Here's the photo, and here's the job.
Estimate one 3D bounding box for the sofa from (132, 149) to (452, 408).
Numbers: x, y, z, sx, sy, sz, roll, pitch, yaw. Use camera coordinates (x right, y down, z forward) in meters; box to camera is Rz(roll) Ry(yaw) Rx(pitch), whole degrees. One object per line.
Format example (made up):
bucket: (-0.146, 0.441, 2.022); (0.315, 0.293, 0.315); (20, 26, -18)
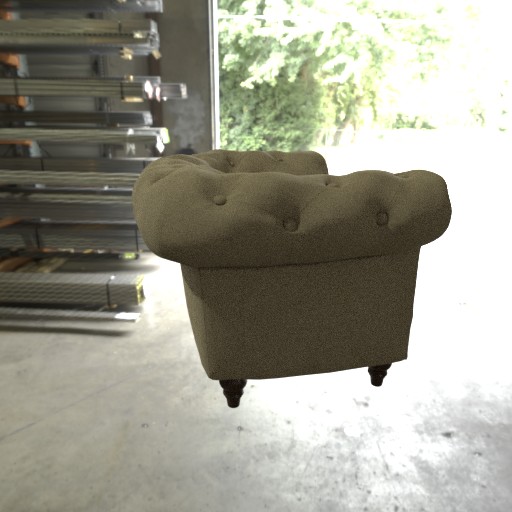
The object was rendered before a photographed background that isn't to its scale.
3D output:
sofa: (0.000, 0.000, 1.992); (1.034, 0.878, 1.405); (-3, 17, -11)
